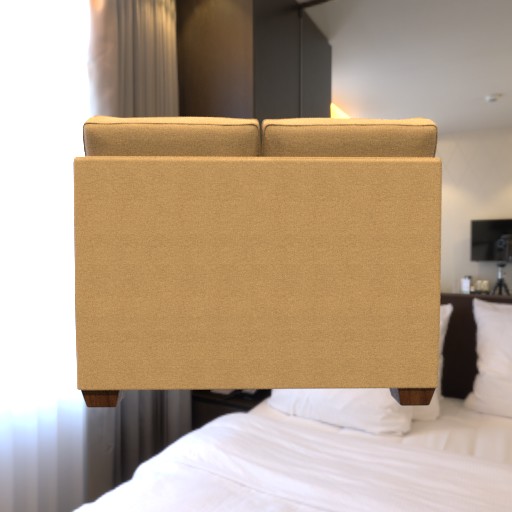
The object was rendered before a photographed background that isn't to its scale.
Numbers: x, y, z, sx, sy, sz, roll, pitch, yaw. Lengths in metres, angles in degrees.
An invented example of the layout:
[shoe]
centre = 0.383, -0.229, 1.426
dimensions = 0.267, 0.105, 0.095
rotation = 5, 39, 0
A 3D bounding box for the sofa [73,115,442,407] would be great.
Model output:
[sofa]
centre = 0.000, 0.000, 1.946
dimensions = 1.232, 1.006, 0.978
rotation = 0, 1, -1
